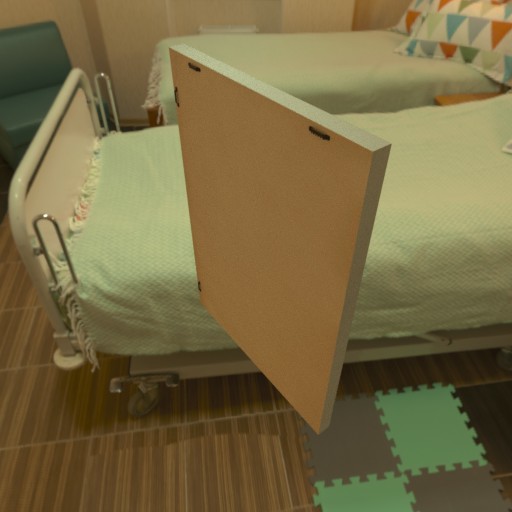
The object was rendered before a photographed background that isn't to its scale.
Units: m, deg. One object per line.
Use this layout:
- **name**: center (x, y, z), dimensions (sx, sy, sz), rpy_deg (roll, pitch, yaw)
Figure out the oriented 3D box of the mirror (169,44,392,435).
- **mirror**: center (0.000, 0.000, 0.926), dimensions (0.039, 0.710, 0.507), rpy_deg (-27, 48, -27)
